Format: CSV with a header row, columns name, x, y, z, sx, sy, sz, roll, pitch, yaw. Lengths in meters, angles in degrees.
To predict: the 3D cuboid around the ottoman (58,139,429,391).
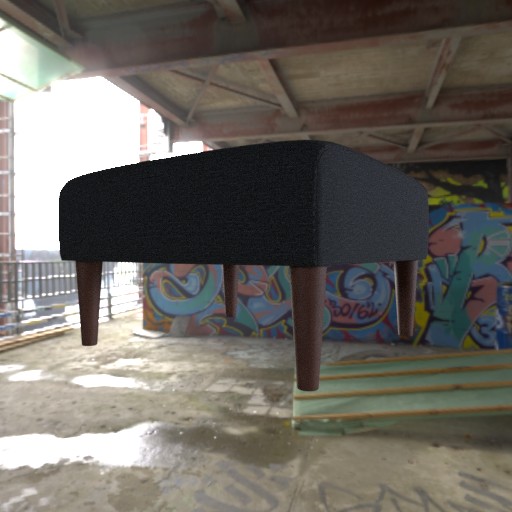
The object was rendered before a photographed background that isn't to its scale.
name,x,y,z,sx,sy,sz,roll,pitch,yaw
ottoman,0.000,0.000,1.050,0.650,0.398,0.649,1,1,35
